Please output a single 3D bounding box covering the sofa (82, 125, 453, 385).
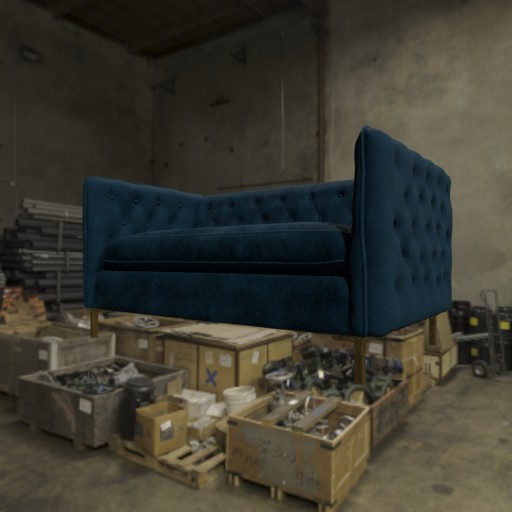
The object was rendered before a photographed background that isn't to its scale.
[{"bbox_3d":[0.000,0.000,2.114,1.583,0.810,0.909,0,-1,36],"label":"sofa"}]
